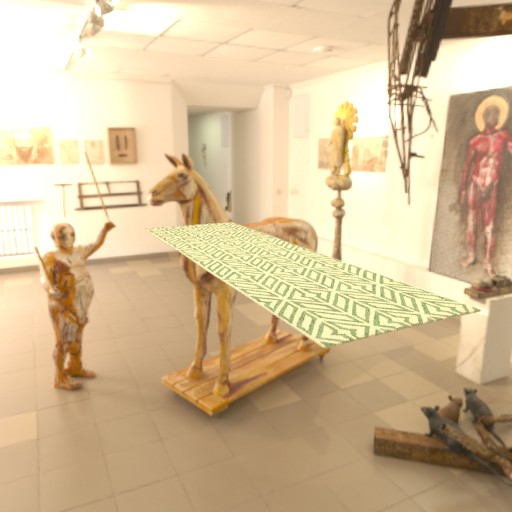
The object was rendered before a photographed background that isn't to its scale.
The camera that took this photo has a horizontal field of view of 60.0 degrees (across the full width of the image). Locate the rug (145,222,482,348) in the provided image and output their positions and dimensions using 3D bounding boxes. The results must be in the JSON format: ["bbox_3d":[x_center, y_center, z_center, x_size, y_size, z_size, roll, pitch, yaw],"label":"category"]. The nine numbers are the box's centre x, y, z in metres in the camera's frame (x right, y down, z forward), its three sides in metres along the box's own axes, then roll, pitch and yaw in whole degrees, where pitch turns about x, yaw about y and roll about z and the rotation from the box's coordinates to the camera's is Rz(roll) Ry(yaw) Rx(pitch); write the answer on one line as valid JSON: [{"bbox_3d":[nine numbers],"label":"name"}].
[{"bbox_3d":[0.000,0.000,2.625,0.750,0.009,2.435,-7,15,-26],"label":"rug"}]
